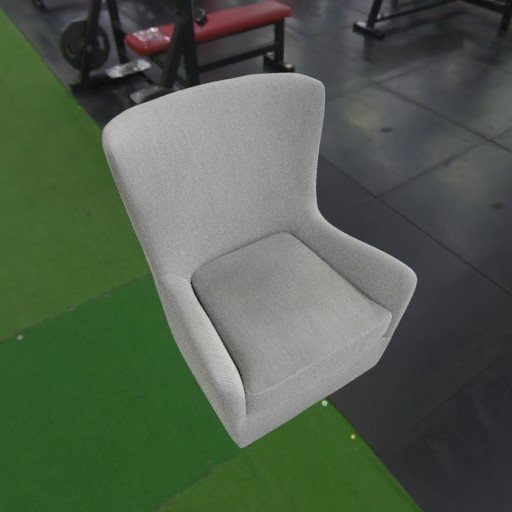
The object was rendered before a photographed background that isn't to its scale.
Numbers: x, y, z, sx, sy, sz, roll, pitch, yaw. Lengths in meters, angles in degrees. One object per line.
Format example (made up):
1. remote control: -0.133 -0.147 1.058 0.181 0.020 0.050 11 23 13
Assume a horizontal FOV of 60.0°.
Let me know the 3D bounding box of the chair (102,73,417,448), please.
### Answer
1. chair: 0.000 0.000 1.640 0.779 1.000 0.904 -24 51 -21
